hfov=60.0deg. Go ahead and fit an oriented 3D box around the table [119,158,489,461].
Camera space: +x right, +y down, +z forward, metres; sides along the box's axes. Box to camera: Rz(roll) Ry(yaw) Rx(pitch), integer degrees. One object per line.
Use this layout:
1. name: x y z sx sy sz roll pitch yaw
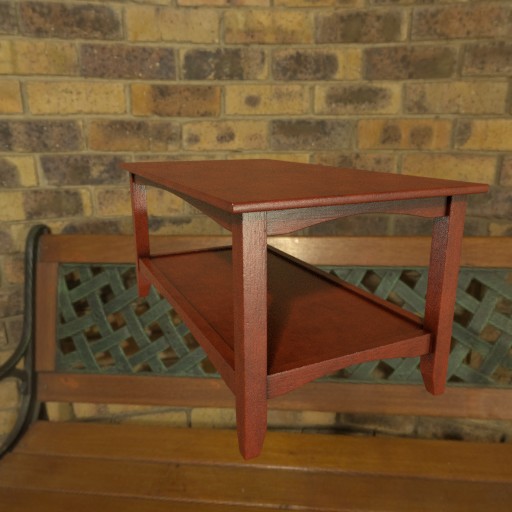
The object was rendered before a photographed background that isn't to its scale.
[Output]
1. table: 0.000 0.000 1.201 0.533 0.456 0.943 -7 17 -25
